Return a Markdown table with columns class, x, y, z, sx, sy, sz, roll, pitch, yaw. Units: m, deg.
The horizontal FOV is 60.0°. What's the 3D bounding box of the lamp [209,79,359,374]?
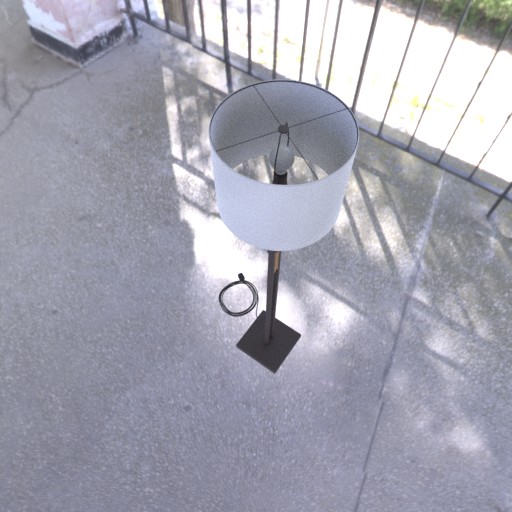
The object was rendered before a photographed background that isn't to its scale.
| class | x | y | z | sx | sy | sz | roll | pitch | yaw |
| --- | --- | --- | --- | --- | --- | --- | --- | --- | --- |
| lamp | 0.000 | 0.000 | 1.952 | 0.639 | 1.650 | 0.474 | 31 | 64 | 18 |
